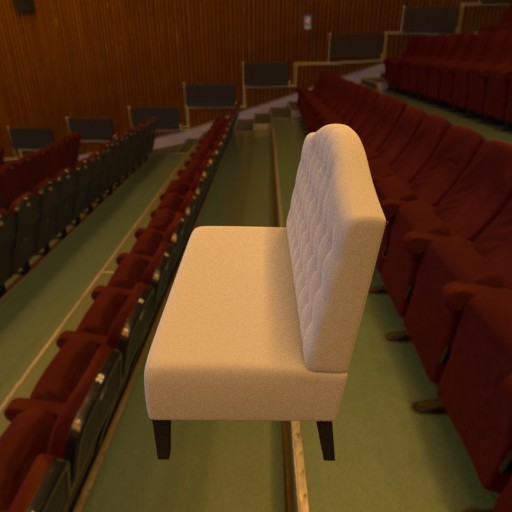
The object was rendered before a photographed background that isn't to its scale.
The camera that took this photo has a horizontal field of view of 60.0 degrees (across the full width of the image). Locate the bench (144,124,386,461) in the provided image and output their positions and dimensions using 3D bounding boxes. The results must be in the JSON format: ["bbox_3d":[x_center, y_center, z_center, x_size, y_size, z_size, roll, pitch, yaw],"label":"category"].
[{"bbox_3d":[0.000,0.000,2.089,0.815,1.180,1.335,0,26,0],"label":"bench"}]
